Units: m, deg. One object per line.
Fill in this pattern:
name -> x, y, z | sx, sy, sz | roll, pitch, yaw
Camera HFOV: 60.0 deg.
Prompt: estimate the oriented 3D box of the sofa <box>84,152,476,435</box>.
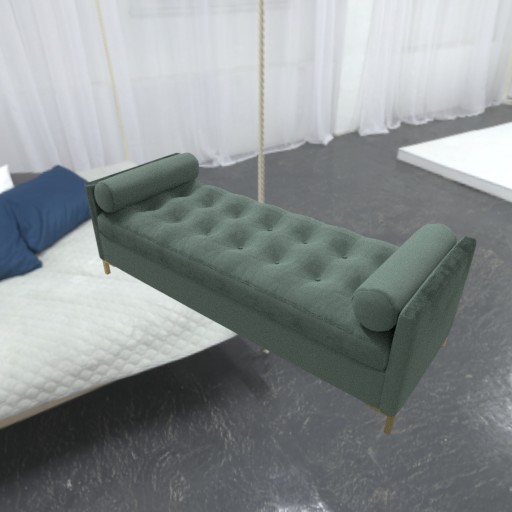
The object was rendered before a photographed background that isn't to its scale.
sofa -> 0.000, 0.000, 2.543 | 2.102, 0.705, 0.796 | 22, 38, 32
